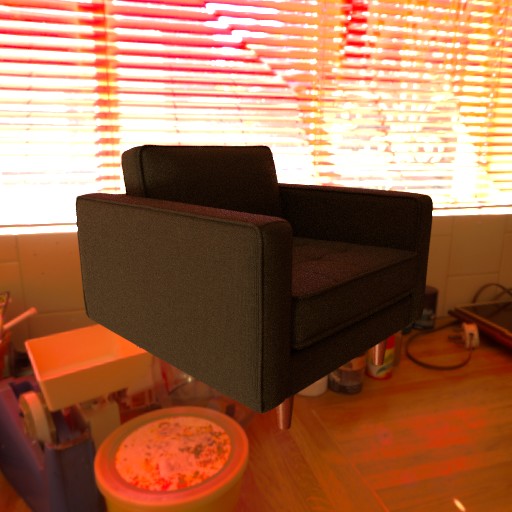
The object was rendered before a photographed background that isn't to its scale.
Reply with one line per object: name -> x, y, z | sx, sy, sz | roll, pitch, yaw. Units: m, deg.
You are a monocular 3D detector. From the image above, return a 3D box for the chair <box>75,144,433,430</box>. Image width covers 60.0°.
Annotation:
chair -> 0.000, 0.000, 1.575 | 0.919, 0.770, 0.899 | 13, 19, 43
